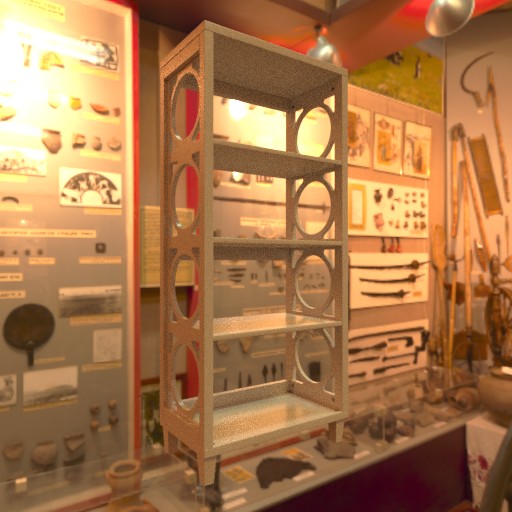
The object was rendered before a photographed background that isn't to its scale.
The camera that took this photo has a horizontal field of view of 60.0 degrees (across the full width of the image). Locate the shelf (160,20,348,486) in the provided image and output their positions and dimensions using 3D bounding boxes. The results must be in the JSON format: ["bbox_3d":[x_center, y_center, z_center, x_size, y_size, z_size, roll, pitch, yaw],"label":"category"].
[{"bbox_3d":[0.000,0.000,1.636,0.611,1.411,0.340,0,-1,-35],"label":"shelf"}]
